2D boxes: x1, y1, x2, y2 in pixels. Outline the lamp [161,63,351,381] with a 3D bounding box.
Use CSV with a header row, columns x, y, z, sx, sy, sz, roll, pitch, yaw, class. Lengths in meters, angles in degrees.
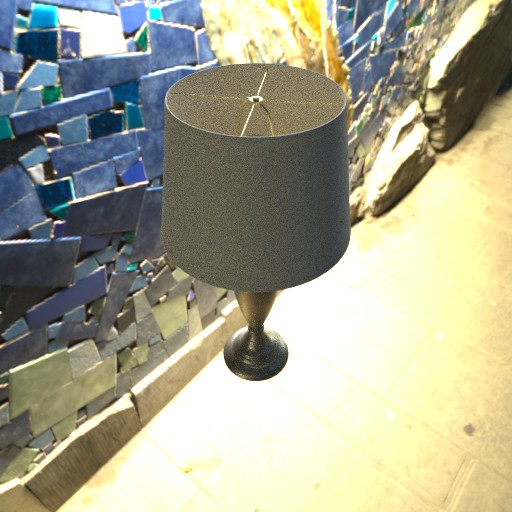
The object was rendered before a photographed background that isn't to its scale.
x,y,z,sx,sy,sz,roll,pitch,yaw,class
0.000,0.000,0.827,0.328,0.612,0.328,0,42,0,lamp
